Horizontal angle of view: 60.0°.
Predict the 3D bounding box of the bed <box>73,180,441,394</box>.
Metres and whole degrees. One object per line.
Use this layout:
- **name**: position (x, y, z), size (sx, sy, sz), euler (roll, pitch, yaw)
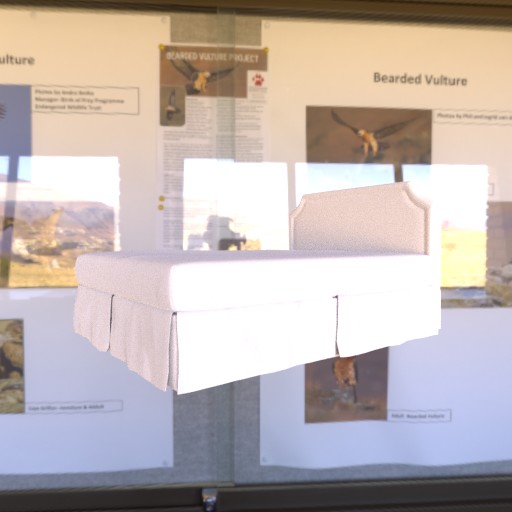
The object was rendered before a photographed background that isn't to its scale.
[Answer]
- **bed**: position (0.000, 0.000, 3.660), size (2.498, 1.293, 1.977), euler (-1, 2, -36)
